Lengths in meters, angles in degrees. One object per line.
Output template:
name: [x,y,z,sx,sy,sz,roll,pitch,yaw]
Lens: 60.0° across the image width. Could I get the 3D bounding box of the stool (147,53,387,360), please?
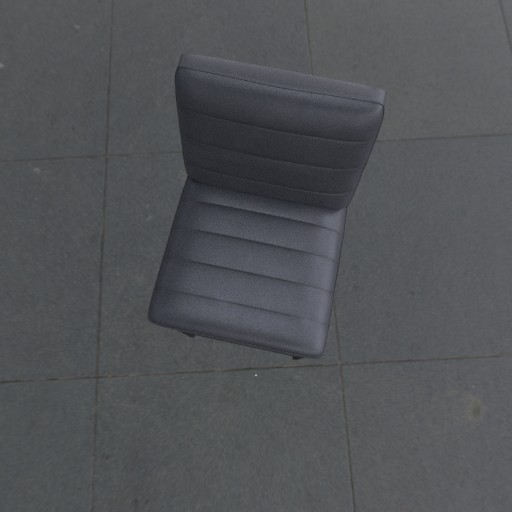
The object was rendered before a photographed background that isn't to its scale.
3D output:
stool: [0.000,0.000,1.344,0.457,1.040,0.552,12,75,3]
